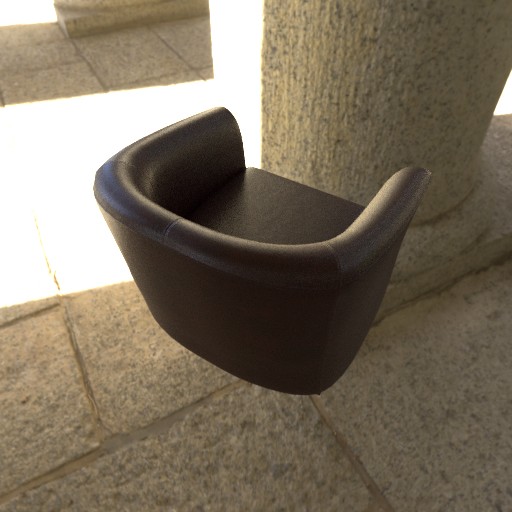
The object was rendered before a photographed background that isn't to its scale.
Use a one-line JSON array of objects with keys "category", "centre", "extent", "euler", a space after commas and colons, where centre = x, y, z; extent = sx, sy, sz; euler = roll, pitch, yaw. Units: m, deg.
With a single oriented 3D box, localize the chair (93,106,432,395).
[{"category": "chair", "centre": [0.000, 0.000, 1.389], "extent": [0.792, 0.756, 0.727], "euler": [24, 50, 22]}]
